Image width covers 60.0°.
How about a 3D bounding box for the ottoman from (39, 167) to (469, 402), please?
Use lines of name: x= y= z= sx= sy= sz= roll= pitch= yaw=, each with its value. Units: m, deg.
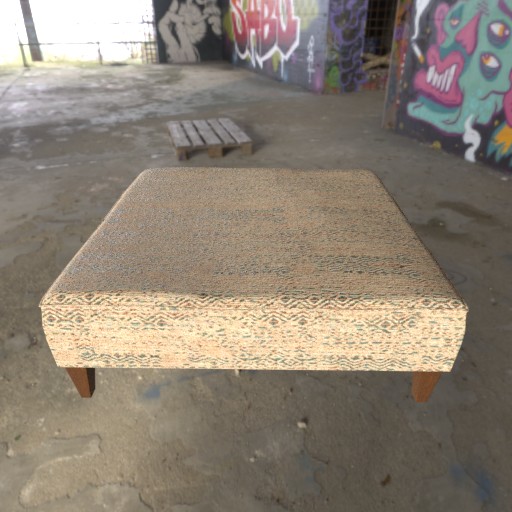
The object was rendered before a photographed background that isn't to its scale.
ottoman: x=0.000 y=0.000 z=1.483 sx=0.968 sy=0.356 sz=1.004 roll=0 pitch=29 yaw=1
